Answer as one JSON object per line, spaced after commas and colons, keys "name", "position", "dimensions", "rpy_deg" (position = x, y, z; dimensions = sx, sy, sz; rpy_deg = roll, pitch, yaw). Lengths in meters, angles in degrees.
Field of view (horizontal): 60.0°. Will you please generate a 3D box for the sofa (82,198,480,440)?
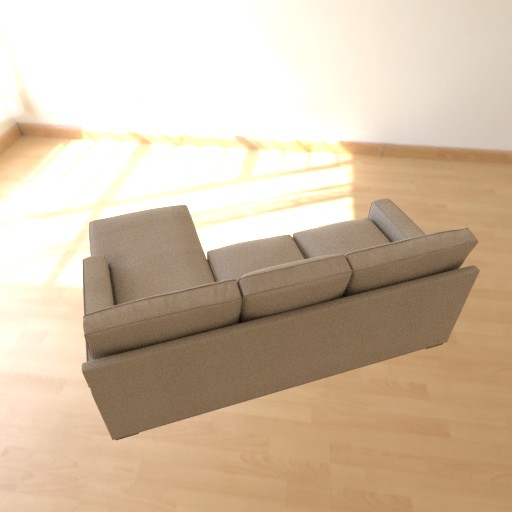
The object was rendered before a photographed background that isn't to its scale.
{"name": "sofa", "position": [0.000, 0.000, 2.847], "dimensions": [2.087, 0.861, 1.496], "rpy_deg": [-12, 43, -13]}
